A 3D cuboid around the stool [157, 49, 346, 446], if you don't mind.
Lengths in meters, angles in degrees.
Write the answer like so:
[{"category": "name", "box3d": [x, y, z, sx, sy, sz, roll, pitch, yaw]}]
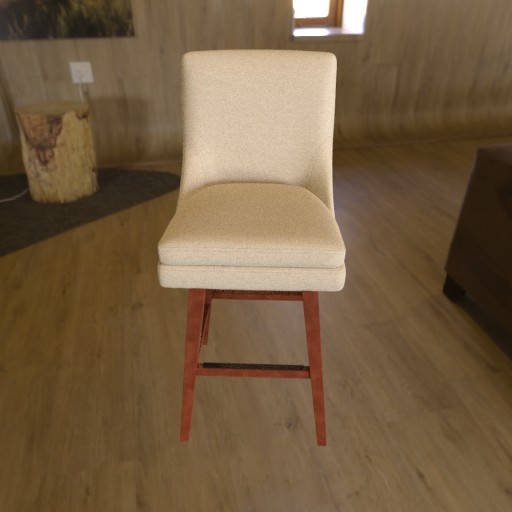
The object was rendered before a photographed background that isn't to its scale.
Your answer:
[{"category": "stool", "box3d": [0.000, 0.000, 1.354, 0.470, 1.092, 0.559, 1, 31, 2]}]
